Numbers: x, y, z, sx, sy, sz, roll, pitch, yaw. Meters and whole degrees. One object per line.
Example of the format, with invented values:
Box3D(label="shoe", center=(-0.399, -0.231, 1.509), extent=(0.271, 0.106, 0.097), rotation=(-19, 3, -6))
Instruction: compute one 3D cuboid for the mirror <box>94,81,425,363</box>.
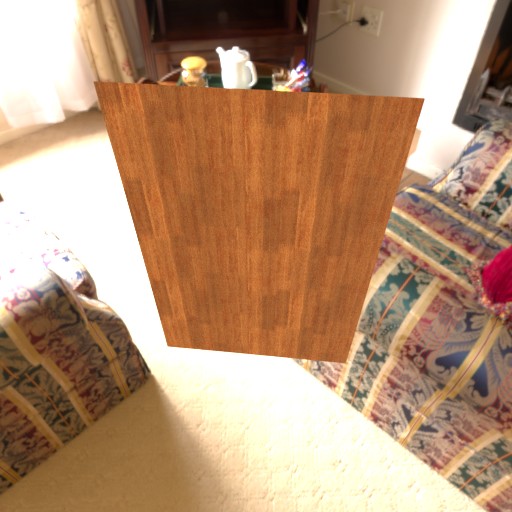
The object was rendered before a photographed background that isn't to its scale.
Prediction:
Box3D(label="mirror", center=(0.000, 0.000, 1.252), extent=(0.651, 1.010, 0.047), rotation=(4, 48, 4))
